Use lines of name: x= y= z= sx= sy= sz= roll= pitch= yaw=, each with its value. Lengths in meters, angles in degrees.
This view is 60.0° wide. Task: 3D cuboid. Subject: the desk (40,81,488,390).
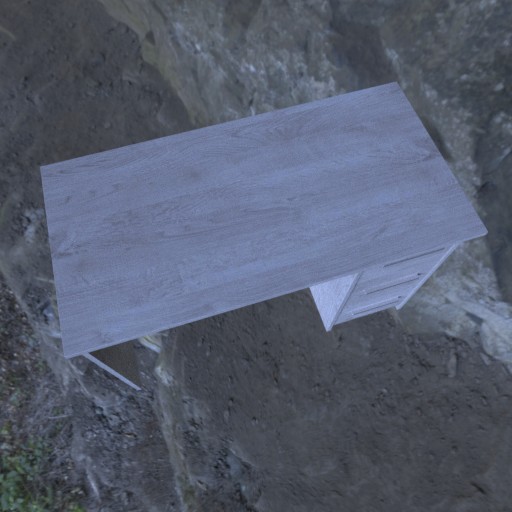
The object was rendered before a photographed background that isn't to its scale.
desk: x=0.000 y=0.000 z=1.534 sx=1.097 sy=0.735 sz=0.560 roll=-16 pitch=66 yaw=-7
